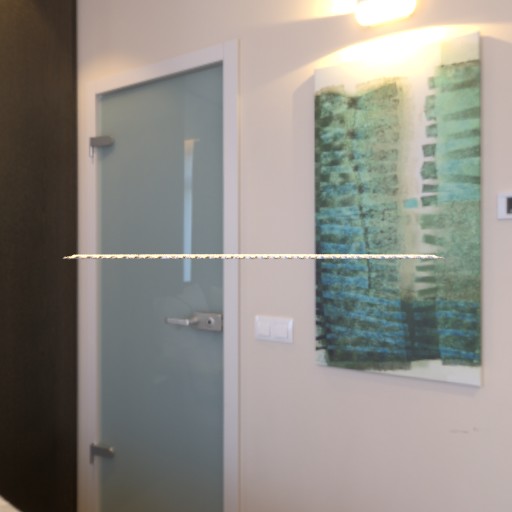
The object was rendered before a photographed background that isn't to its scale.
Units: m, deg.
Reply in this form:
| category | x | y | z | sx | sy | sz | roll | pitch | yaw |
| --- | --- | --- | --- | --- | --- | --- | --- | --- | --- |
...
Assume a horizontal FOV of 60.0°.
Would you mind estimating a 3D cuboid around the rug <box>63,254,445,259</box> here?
| category | x | y | z | sx | sy | sz | roll | pitch | yaw |
| --- | --- | --- | --- | --- | --- | --- | --- | --- | --- |
| rug | 0.000 | 0.000 | 2.332 | 1.230 | 0.014 | 1.847 | 0 | 0 | 1 |
